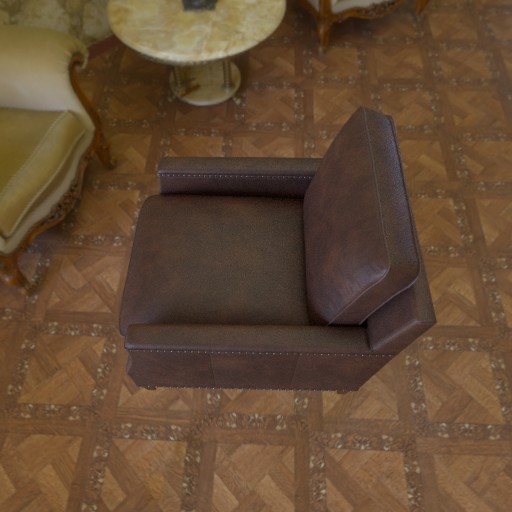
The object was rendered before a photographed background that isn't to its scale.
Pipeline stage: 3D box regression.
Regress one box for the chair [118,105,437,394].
[{"bbox_3d":[0.000,0.000,1.722,1.014,0.929,0.853,1,58,1],"label":"chair"}]
